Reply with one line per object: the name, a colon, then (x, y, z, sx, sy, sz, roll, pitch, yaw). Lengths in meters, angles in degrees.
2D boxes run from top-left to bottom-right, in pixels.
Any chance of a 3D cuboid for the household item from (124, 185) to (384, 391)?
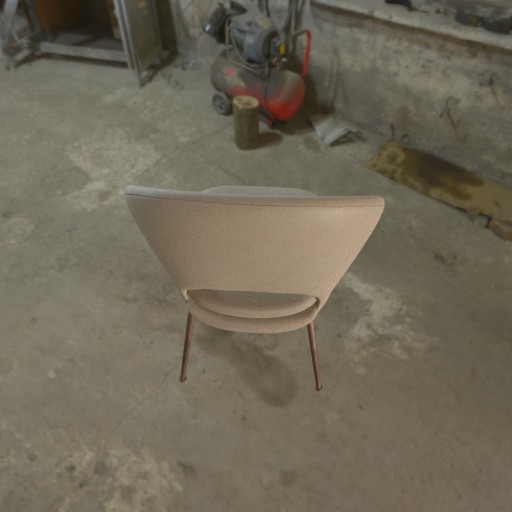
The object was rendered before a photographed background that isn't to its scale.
household item: (0.000, 0.000, 1.271, 0.623, 0.852, 0.573, 3, 46, 3)
